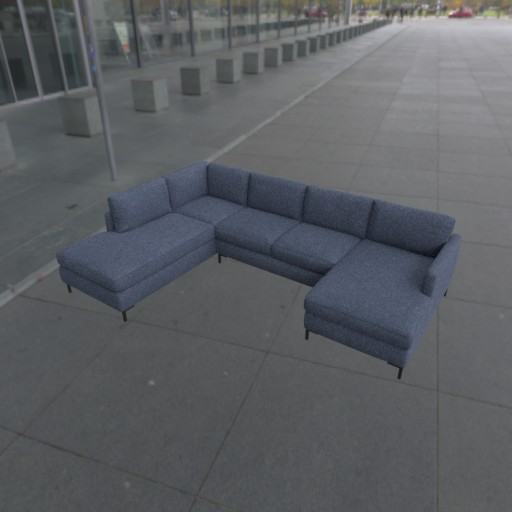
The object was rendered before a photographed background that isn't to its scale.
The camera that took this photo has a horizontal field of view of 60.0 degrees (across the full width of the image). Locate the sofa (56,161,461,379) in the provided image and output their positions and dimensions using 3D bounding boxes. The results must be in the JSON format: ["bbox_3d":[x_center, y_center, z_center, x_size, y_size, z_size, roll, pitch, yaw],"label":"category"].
[{"bbox_3d":[0.000,0.000,3.867,2.956,0.813,2.007,19,34,30],"label":"sofa"}]
